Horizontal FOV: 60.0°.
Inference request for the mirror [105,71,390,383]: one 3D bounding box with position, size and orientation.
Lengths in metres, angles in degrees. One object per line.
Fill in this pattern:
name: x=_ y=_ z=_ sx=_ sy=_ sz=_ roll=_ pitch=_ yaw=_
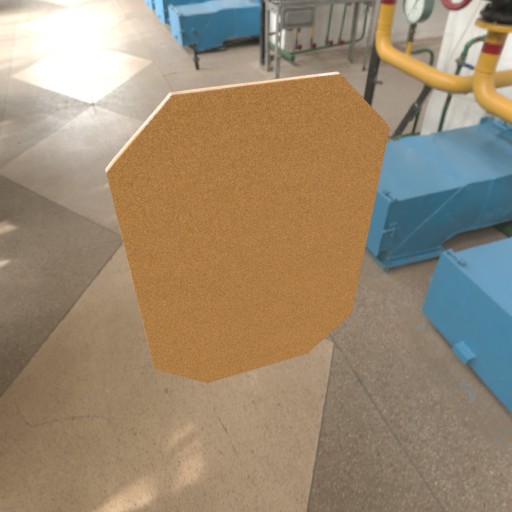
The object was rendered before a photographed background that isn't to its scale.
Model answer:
mirror: x=0.000 y=0.000 z=1.301 sx=0.709 sy=1.015 sz=0.061 roll=-13 pitch=42 yaw=-15
